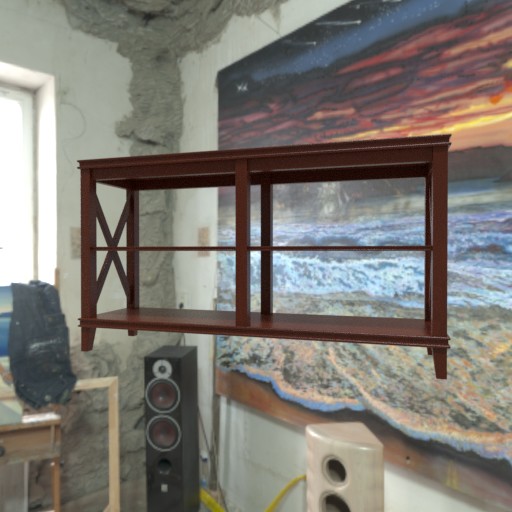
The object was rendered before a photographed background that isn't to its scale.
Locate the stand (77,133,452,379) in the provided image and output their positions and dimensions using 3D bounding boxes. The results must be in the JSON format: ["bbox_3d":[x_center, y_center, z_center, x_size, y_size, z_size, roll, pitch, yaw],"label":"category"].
[{"bbox_3d":[0.000,0.000,1.746,1.372,0.762,0.381,0,1,17],"label":"stand"}]
